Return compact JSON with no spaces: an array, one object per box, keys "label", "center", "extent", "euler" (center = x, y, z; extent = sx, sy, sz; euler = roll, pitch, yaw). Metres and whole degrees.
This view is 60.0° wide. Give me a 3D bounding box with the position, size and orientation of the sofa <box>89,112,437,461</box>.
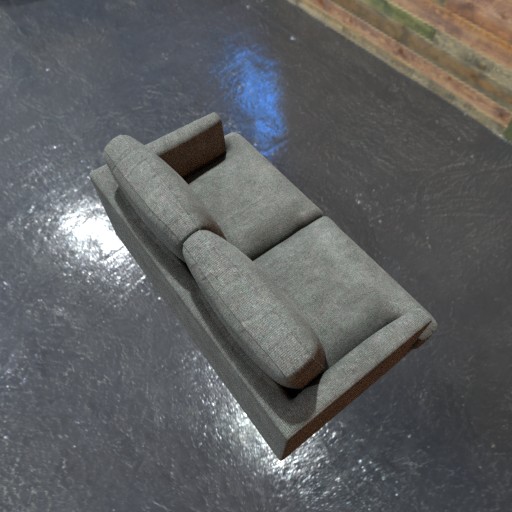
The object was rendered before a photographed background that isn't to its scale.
[{"label":"sofa","center":[0.000,0.000,2.167],"extent":[0.903,0.956,1.582],"euler":[-33,63,-19]}]
